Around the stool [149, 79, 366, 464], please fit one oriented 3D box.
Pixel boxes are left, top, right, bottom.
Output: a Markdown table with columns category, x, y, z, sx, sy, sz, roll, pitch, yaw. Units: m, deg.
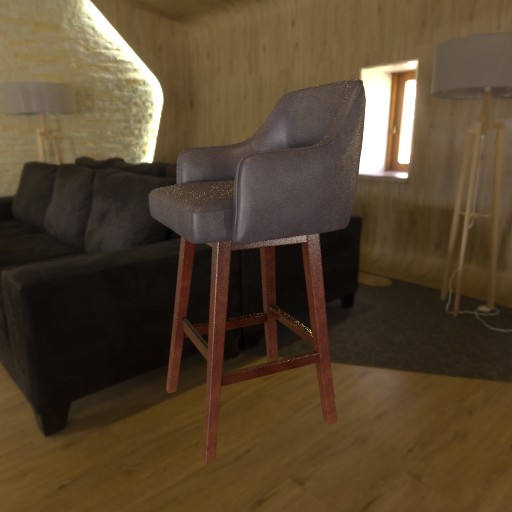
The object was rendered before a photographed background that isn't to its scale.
| category | x | y | z | sx | sy | sz | roll | pitch | yaw |
| --- | --- | --- | --- | --- | --- | --- | --- | --- | --- |
| stool | 0.000 | 0.000 | 1.386 | 0.560 | 1.041 | 0.550 | -7 | 16 | -25 |
